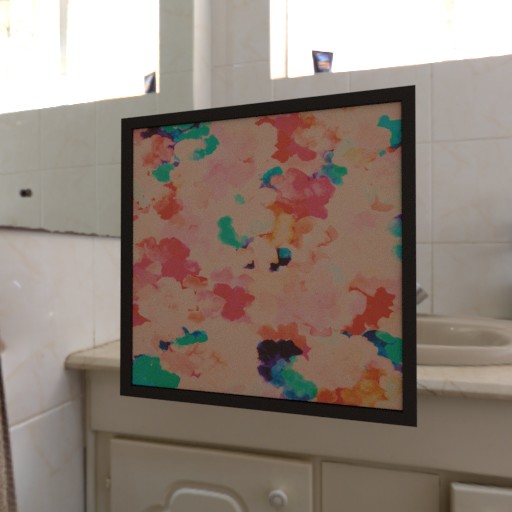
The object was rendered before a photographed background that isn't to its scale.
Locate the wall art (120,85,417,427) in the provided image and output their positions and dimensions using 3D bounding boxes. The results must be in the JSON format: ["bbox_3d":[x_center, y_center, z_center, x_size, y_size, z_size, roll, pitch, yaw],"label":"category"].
[{"bbox_3d":[0.000,0.000,0.745,0.506,0.503,0.036,0,-1,18],"label":"wall art"}]
